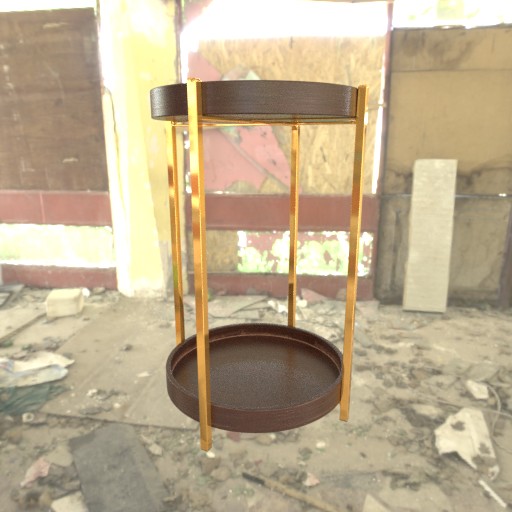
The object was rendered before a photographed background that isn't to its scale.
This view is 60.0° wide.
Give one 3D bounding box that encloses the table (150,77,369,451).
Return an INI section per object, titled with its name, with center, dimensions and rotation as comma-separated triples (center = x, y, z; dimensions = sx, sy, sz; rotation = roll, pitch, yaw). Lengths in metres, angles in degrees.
[table]
center = 0.000, 0.000, 0.869
dimensions = 0.400, 0.610, 0.400
rotation = 7, 16, 26
